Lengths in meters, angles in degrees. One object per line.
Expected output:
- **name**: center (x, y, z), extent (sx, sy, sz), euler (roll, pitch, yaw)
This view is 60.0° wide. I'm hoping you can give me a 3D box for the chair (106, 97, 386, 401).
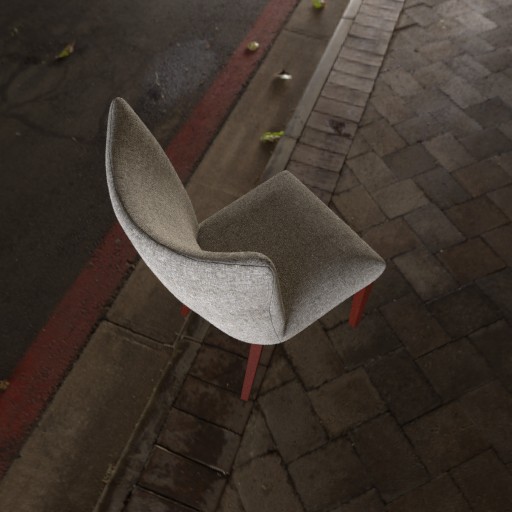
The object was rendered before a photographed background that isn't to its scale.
- **chair**: center (0.000, 0.000, 1.269), extent (0.623, 0.924, 0.535), euler (-32, 63, -19)
